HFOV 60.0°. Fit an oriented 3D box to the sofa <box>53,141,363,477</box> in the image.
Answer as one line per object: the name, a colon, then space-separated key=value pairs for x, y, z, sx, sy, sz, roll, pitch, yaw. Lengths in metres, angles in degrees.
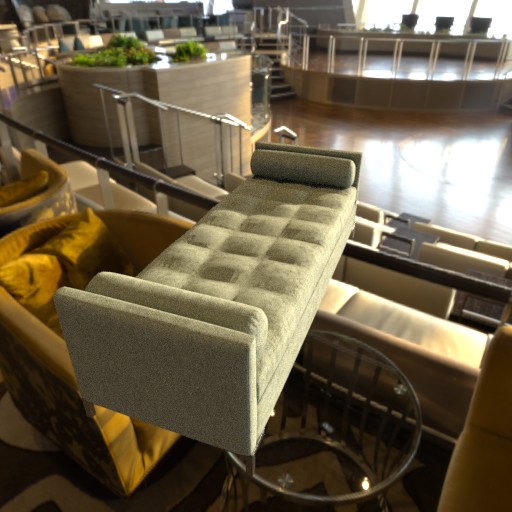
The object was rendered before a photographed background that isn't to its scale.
sofa: x=0.000 y=0.000 z=2.462 sx=0.797 sy=0.657 sz=2.102 roll=11 pitch=32 yaw=18
